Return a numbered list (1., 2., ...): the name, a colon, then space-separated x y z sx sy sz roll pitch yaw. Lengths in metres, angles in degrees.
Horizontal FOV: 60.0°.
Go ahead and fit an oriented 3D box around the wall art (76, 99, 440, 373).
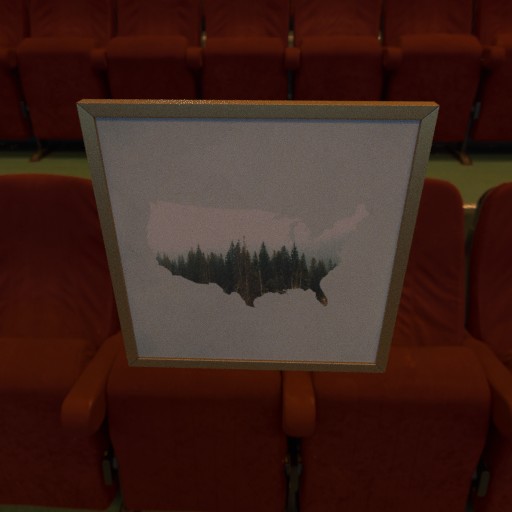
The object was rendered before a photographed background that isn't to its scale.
1. wall art: 0.000 0.000 1.139 0.762 0.762 0.038 1 31 2
